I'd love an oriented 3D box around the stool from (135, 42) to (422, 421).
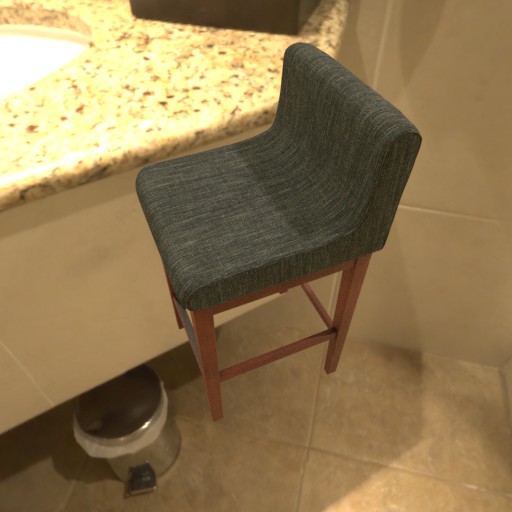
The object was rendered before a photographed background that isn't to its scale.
[{"bbox_3d":[0.000,0.000,1.089,0.459,0.835,0.395,-18,50,-16],"label":"stool"}]
